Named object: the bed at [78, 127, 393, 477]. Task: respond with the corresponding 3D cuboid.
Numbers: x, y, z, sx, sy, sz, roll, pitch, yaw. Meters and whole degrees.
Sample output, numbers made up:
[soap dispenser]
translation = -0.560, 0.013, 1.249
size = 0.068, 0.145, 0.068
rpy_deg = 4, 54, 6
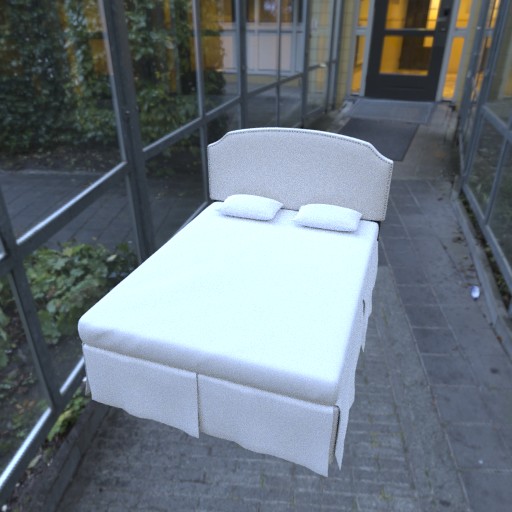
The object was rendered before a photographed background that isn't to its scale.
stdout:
[bed]
translation = 0.000, 0.000, 2.964
size = 1.558, 1.270, 1.999
rpy_deg = 9, 30, 17
